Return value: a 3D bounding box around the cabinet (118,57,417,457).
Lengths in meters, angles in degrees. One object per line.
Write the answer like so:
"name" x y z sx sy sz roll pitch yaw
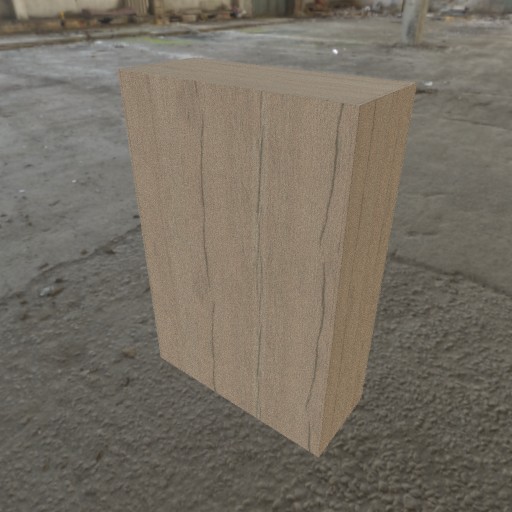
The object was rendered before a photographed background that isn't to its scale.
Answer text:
"cabinet" 0.000 0.000 2.708 1.400 2.070 0.580 22 37 31
